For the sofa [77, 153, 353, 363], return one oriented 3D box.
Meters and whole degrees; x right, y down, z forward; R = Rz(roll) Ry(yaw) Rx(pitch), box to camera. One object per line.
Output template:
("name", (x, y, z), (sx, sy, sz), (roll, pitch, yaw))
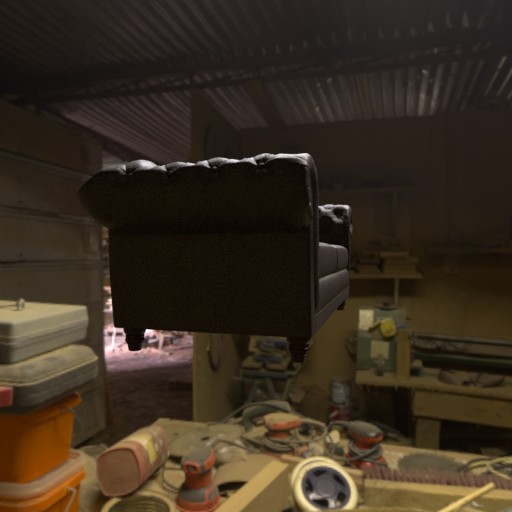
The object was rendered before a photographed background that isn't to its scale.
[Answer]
("sofa", (0.000, 0.000, 2.524), (0.944, 0.779, 2.048), (0, 0, 16))
